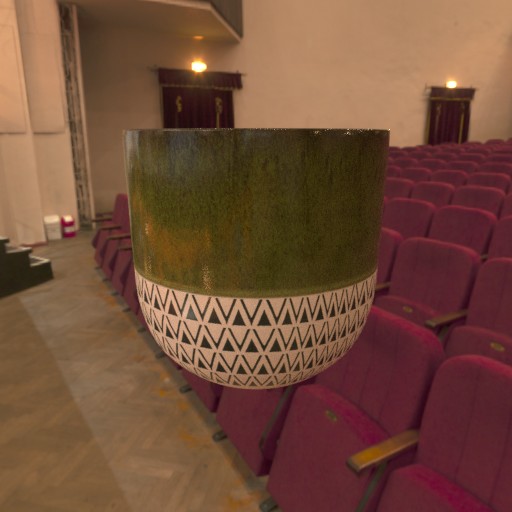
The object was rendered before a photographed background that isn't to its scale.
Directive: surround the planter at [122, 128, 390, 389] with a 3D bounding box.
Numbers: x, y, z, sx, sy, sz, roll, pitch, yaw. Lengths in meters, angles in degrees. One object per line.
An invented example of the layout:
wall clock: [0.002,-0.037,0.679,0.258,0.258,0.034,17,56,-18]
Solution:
planter: [0.000,0.000,0.493,0.266,0.270,0.266,0,15,0]
